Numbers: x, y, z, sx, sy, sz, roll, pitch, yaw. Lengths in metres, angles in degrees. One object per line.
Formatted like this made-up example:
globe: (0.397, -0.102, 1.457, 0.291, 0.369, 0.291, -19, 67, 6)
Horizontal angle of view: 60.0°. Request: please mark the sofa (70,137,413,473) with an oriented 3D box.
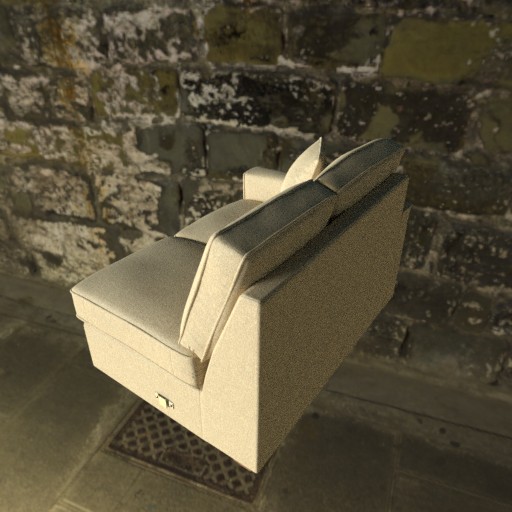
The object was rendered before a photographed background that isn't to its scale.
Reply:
sofa: (0.000, 0.000, 2.086, 0.991, 0.989, 1.388, 20, 36, 30)
